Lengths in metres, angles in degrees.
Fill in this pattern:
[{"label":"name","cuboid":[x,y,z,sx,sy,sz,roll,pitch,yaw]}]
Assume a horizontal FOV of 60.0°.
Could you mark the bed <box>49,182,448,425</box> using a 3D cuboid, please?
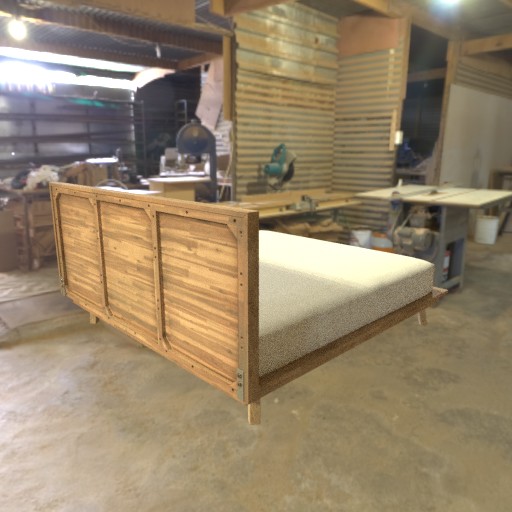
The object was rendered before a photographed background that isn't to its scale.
[{"label":"bed","cuboid":[0.000,0.000,3.352,2.167,1.100,2.116,-13,19,-43]}]
